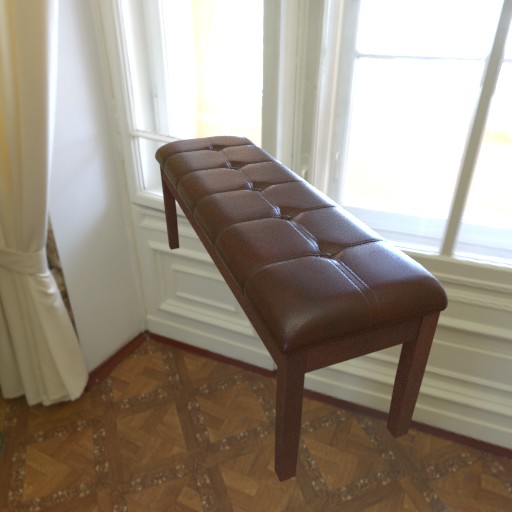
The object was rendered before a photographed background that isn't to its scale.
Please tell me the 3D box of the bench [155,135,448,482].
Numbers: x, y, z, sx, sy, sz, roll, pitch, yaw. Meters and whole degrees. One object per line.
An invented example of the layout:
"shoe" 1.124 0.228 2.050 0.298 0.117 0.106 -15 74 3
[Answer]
"bench" 0.000 0.000 1.470 0.401 0.491 1.259 -12 32 -19
